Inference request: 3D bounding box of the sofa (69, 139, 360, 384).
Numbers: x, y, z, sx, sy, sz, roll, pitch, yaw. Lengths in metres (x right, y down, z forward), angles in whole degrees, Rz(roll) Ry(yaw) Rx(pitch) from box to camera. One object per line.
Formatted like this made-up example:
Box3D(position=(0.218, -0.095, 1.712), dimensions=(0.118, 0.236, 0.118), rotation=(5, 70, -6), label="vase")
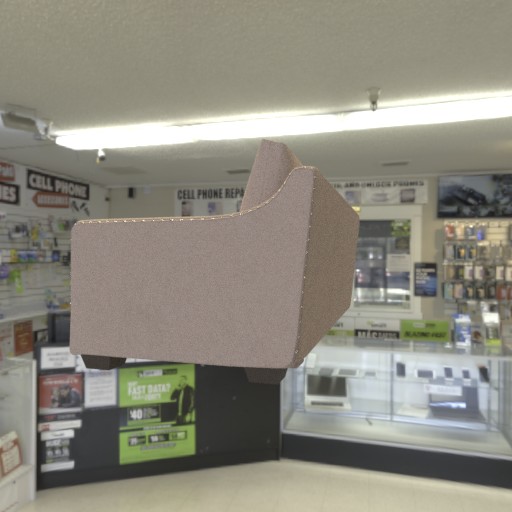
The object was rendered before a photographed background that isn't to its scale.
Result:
Box3D(position=(0.000, 0.000, 2.565), dimensions=(1.030, 0.901, 1.967), rotation=(0, 0, 17), label="sofa")
